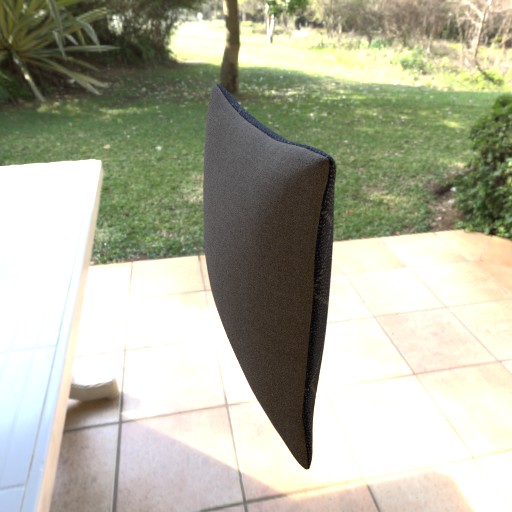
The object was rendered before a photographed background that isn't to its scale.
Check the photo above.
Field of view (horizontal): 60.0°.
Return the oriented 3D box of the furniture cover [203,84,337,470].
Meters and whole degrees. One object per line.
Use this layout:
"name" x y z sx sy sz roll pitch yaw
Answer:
"furniture cover" 0.000 0.000 0.779 0.162 0.503 0.511 -9 31 -15
